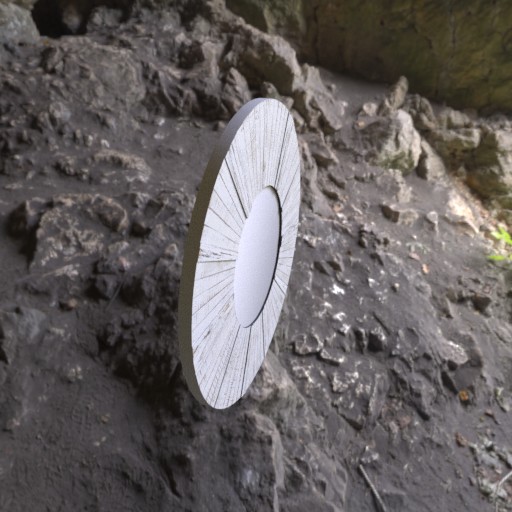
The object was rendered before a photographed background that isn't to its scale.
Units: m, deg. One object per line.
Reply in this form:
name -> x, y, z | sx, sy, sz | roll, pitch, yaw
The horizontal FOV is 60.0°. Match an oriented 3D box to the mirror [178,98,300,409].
mirror -> 0.000, 0.000, 1.363 | 0.038, 0.914, 0.914 | 10, 32, 17
